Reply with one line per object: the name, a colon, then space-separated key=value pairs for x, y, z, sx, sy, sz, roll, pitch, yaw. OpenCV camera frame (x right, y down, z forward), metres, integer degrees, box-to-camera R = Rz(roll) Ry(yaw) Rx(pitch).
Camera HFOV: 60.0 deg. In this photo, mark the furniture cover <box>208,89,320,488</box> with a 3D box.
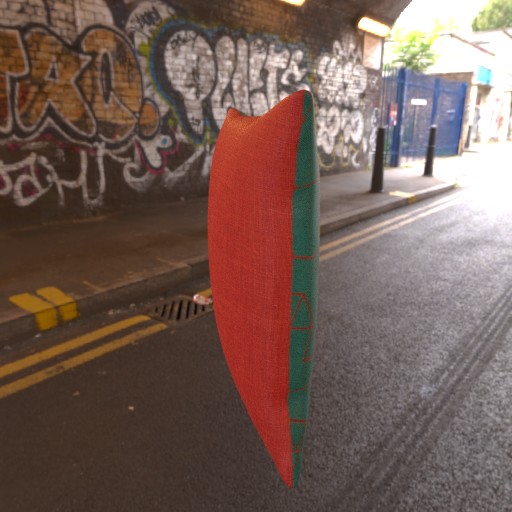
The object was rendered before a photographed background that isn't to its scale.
furniture cover: x=0.000 y=0.000 z=0.769 sx=0.158 sy=0.508 sz=0.517 roll=-3 pitch=17 yaw=-11
